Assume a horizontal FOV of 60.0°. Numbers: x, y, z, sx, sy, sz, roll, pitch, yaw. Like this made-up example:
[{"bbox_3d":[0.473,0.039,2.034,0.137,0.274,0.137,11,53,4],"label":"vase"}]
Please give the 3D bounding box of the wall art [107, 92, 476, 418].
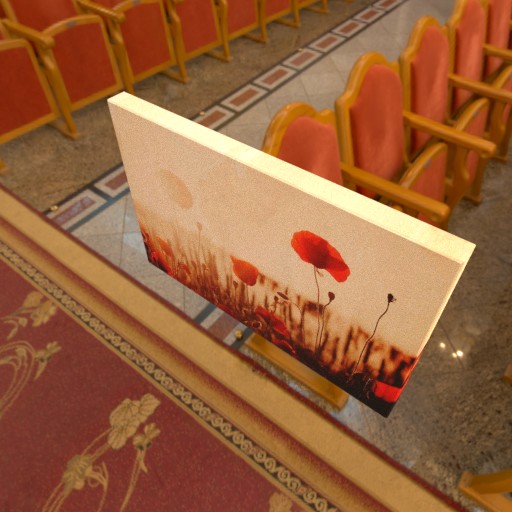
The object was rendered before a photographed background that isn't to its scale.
[{"bbox_3d":[0.000,0.000,0.775,0.613,0.402,0.040,30,53,25],"label":"wall art"}]
